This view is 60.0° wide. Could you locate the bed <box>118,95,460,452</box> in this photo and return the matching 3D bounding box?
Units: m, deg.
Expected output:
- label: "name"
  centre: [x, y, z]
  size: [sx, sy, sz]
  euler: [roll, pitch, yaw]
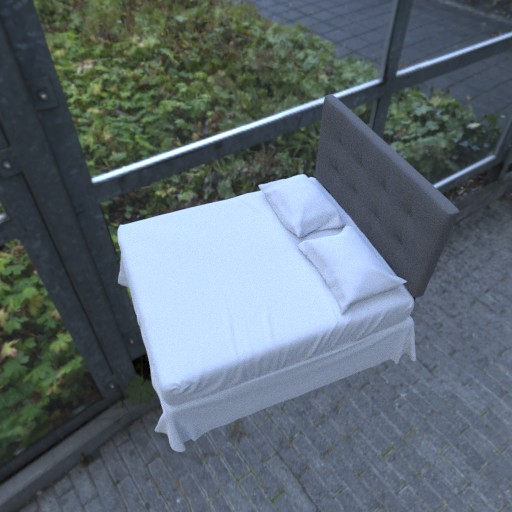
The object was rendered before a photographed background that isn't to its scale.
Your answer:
- label: "bed"
  centre: [0.000, 0.000, 3.516]
  size: [2.222, 1.577, 1.936]
  euler: [-16, 49, -15]
